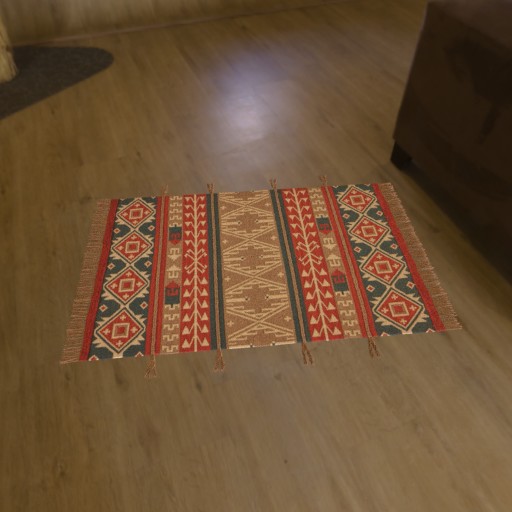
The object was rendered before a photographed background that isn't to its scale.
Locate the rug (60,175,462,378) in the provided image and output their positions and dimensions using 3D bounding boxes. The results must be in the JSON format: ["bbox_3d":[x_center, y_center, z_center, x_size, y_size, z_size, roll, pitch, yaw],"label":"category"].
[{"bbox_3d":[0.000,0.000,2.610,2.025,0.040,1.469,-4,47,-4],"label":"rug"}]
